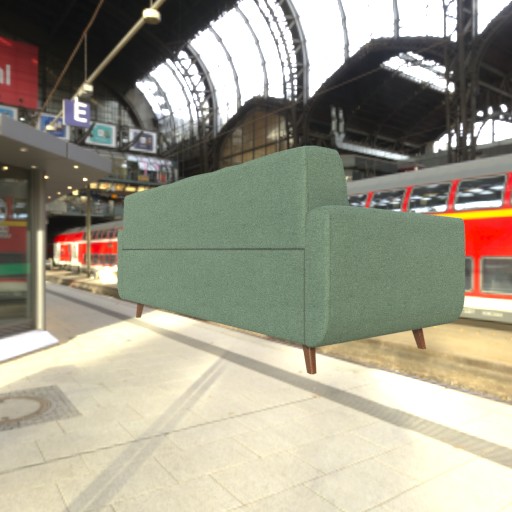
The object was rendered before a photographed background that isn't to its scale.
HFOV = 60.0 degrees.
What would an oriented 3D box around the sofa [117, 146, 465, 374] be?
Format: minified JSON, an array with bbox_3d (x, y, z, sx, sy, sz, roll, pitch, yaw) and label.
[{"bbox_3d":[0.000,0.000,2.520,0.909,0.841,2.029,0,1,-36],"label":"sofa"}]
